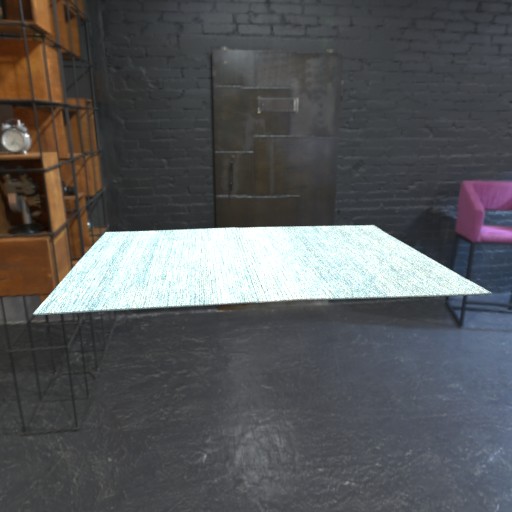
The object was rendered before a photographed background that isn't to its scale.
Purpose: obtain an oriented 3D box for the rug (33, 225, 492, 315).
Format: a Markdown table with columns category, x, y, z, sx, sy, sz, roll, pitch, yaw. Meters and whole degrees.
| category | x | y | z | sx | sy | sz | roll | pitch | yaw |
| --- | --- | --- | --- | --- | --- | --- | --- | --- | --- |
| rug | 0.000 | 0.000 | 2.920 | 2.260 | 0.026 | 1.611 | -2 | 17 | -6 |
